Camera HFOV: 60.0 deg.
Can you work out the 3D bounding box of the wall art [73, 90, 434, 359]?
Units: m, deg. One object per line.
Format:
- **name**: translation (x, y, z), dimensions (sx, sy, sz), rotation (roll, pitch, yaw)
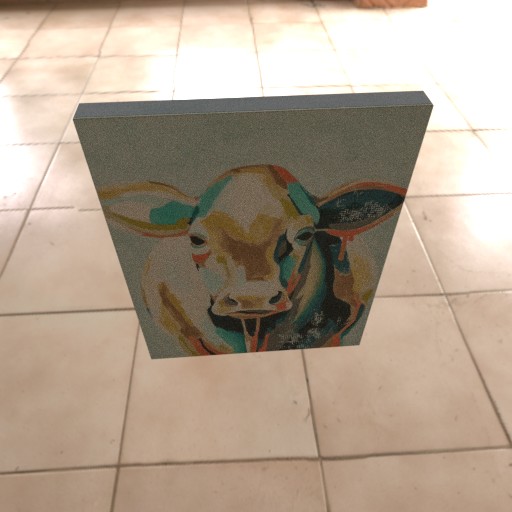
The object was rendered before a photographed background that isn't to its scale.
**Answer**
- **wall art**: translation (0.000, 0.000, 0.696), dimensions (0.409, 0.509, 0.037), rotation (-3, 46, -3)
